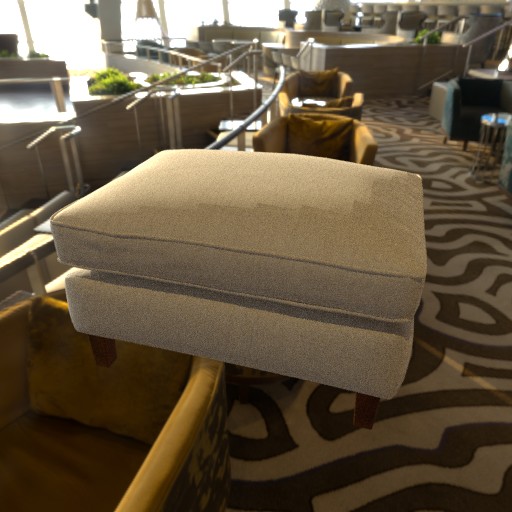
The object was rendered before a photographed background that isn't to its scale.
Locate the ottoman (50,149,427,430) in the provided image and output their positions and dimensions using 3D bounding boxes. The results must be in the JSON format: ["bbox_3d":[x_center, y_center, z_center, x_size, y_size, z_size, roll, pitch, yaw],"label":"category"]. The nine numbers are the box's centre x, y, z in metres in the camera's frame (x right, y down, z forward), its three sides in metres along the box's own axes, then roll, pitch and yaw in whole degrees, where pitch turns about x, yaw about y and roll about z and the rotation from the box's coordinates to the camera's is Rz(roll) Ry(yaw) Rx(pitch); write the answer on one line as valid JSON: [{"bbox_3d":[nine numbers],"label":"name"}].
[{"bbox_3d":[0.000,0.000,0.968,0.665,0.406,0.501,9,31,15],"label":"ottoman"}]
